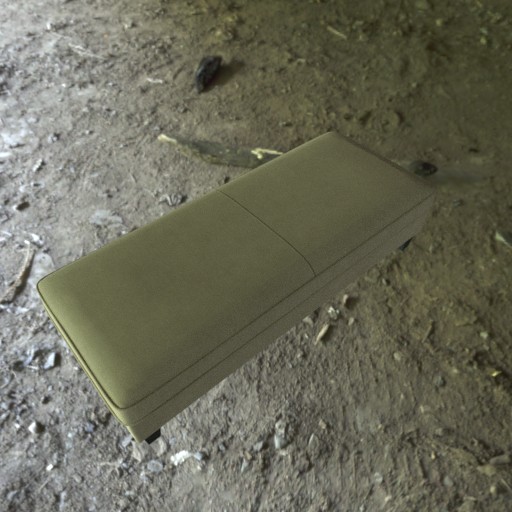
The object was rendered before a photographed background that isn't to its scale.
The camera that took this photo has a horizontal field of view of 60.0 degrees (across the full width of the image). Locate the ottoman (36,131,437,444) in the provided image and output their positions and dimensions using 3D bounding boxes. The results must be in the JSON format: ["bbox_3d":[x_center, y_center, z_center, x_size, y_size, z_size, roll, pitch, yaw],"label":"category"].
[{"bbox_3d":[0.000,0.000,2.035,1.726,0.460,0.735,-32,55,-26],"label":"ottoman"}]
